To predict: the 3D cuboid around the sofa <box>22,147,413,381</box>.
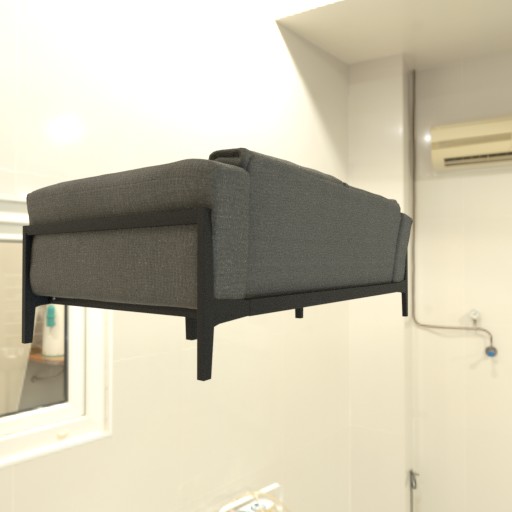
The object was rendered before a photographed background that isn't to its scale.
[{"bbox_3d":[0.000,0.000,2.050,0.960,0.656,1.690,-1,-1,36],"label":"sofa"}]
